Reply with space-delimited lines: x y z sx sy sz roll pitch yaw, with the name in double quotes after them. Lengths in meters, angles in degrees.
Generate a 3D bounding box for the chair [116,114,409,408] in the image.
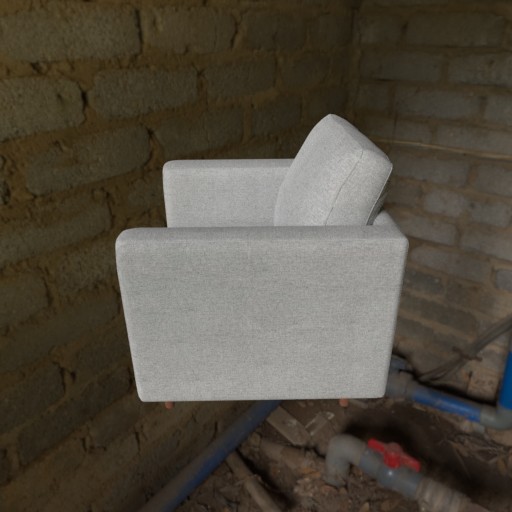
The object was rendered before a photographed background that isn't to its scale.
0.000 0.000 1.611 0.800 0.927 0.855 0 27 -1 "chair"
